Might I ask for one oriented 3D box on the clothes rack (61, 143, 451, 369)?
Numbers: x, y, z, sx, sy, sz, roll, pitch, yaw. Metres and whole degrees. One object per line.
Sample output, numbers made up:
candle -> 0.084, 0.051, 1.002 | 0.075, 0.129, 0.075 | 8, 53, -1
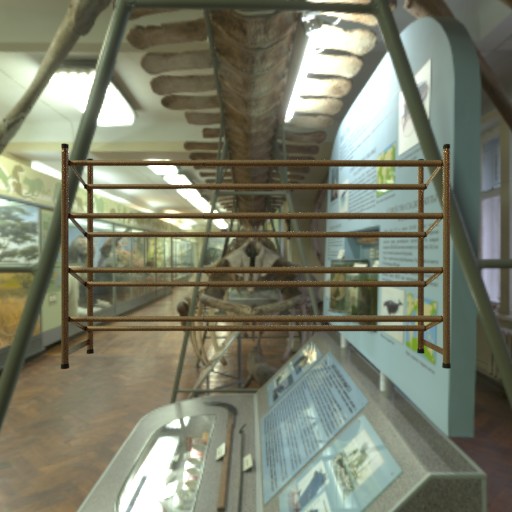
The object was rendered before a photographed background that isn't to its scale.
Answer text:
clothes rack -> 0.000, 0.000, 1.432 | 1.168, 0.672, 0.229 | 0, 0, 0
